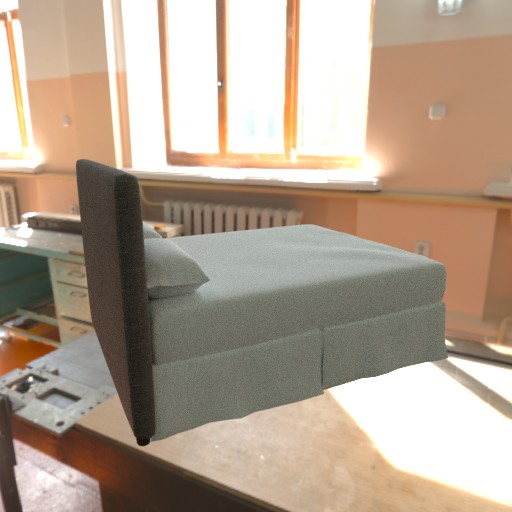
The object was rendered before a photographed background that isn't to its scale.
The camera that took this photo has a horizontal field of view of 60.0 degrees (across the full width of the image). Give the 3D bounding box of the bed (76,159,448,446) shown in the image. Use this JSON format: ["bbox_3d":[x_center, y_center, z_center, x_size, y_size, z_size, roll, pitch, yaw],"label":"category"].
[{"bbox_3d":[0.000,0.000,3.123,2.142,1.330,1.723,-7,16,-26],"label":"bed"}]
